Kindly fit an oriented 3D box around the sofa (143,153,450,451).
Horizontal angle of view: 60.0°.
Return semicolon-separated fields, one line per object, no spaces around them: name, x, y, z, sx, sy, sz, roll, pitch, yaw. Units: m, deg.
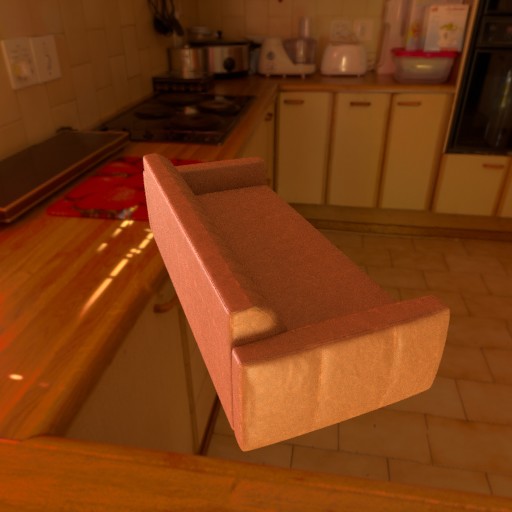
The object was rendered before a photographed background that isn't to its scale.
sofa;0.000;0.000;2.742;0.990;0.821;2.291;-11;32;-18
